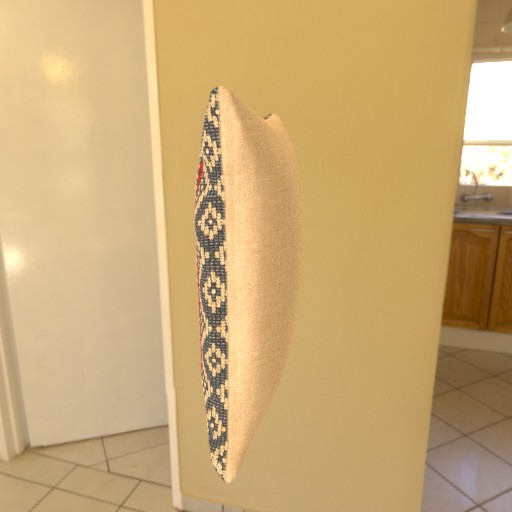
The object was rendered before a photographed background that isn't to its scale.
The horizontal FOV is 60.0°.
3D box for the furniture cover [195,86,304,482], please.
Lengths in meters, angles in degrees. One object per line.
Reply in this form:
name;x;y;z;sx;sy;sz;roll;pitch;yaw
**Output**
furniture cover;0.000;0.000;0.662;0.139;0.431;0.431;2;14;9
